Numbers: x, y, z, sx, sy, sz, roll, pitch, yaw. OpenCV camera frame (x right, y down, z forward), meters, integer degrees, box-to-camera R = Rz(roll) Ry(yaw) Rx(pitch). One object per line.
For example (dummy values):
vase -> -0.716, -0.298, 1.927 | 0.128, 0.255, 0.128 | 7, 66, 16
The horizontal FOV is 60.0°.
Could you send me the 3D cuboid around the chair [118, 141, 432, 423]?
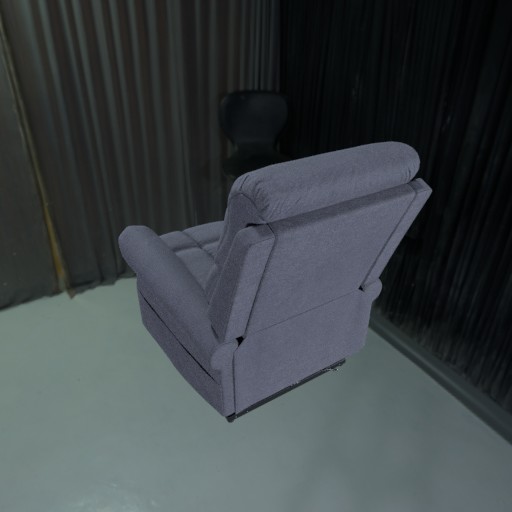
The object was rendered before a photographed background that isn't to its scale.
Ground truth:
chair -> 0.000, 0.000, 1.747 | 0.871, 1.031, 0.979 | -18, 35, -28
